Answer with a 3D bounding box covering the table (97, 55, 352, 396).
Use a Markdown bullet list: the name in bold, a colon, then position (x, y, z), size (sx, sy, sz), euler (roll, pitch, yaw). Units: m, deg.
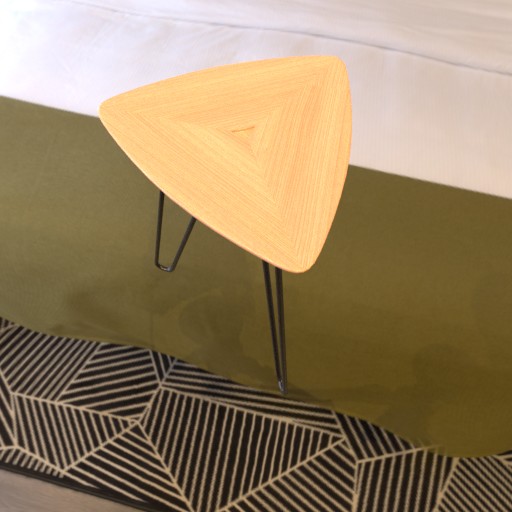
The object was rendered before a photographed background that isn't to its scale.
- **table**: position (0.000, 0.000, 0.903), size (0.442, 0.564, 0.455), euler (-15, 60, -9)
